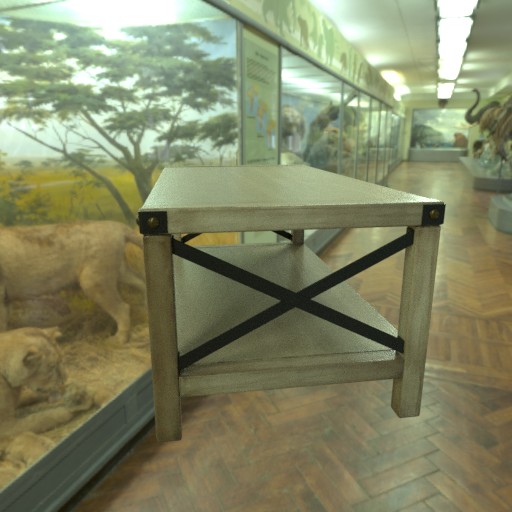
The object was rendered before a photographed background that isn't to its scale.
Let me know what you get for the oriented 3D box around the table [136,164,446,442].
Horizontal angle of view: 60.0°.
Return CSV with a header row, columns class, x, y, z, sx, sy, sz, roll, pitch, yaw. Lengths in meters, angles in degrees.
class,x,y,z,sx,sy,sz,roll,pitch,yaw
table,0.000,0.000,1.301,0.559,0.456,1.016,-2,16,-9
